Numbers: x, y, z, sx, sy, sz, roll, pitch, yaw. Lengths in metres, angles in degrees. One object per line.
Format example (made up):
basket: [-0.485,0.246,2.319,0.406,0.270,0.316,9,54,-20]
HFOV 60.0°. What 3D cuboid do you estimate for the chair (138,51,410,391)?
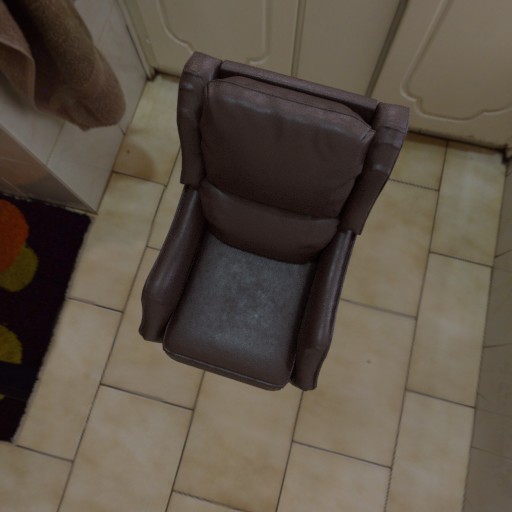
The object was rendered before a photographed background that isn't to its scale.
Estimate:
chair: [0.000,0.000,1.788,0.770,1.132,0.982,17,76,4]
